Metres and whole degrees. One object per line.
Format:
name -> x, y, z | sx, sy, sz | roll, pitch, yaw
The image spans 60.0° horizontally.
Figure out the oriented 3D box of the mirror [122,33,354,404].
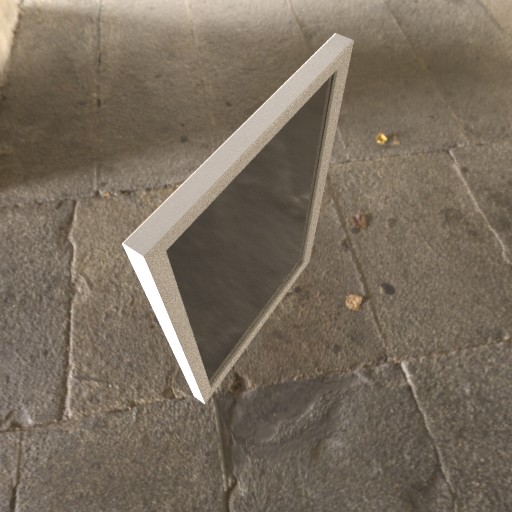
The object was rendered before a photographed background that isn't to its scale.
mirror -> 0.000, 0.000, 0.926 | 0.040, 0.710, 0.507 | 31, 63, 17
